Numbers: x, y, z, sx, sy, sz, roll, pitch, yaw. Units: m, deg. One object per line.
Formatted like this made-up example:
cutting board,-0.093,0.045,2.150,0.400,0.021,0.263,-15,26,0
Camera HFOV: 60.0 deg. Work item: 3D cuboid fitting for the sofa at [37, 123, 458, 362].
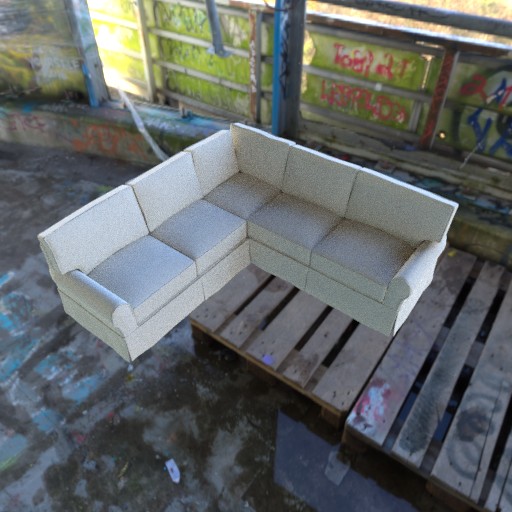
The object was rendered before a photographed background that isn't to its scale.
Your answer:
sofa,0.000,0.000,3.982,2.597,1.070,2.591,28,49,27
